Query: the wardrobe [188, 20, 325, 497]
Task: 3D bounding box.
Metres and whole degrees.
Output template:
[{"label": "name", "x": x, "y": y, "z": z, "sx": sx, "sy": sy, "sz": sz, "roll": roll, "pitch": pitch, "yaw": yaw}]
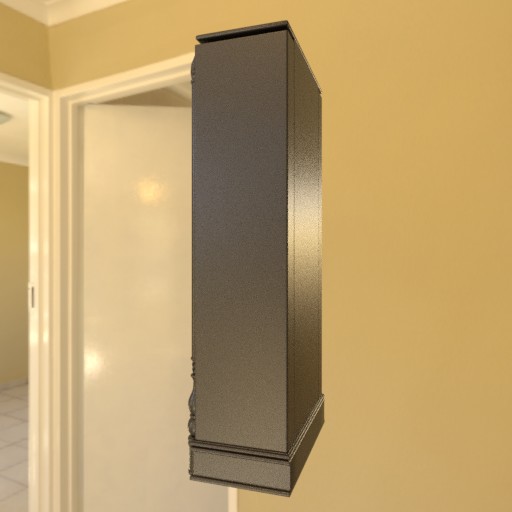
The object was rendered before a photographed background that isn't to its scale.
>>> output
[{"label": "wardrobe", "x": 0.000, "y": 0.000, "z": 1.184, "sx": 0.295, "sy": 1.011, "sz": 0.444, "roll": 0, "pitch": 0, "yaw": 18}]
